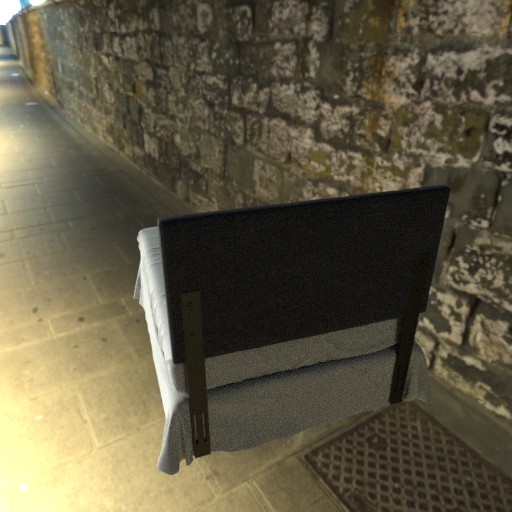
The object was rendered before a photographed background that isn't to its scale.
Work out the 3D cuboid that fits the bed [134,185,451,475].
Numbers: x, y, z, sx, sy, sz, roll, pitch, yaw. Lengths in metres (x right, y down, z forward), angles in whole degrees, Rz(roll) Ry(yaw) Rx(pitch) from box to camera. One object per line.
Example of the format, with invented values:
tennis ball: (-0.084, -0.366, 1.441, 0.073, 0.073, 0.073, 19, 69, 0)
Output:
bed: (0.000, 0.000, 3.456, 1.936, 1.577, 2.222, -8, 28, -16)
